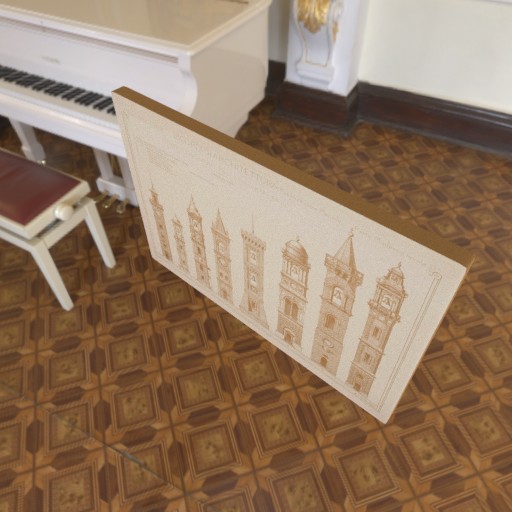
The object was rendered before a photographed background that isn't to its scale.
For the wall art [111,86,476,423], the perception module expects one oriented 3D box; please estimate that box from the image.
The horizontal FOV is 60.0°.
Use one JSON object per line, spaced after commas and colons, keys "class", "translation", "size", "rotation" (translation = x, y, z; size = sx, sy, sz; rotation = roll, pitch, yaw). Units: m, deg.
{"class": "wall art", "translation": [0.000, 0.000, 0.472], "size": [0.380, 0.254, 0.019], "rotation": [32, 54, 26]}
